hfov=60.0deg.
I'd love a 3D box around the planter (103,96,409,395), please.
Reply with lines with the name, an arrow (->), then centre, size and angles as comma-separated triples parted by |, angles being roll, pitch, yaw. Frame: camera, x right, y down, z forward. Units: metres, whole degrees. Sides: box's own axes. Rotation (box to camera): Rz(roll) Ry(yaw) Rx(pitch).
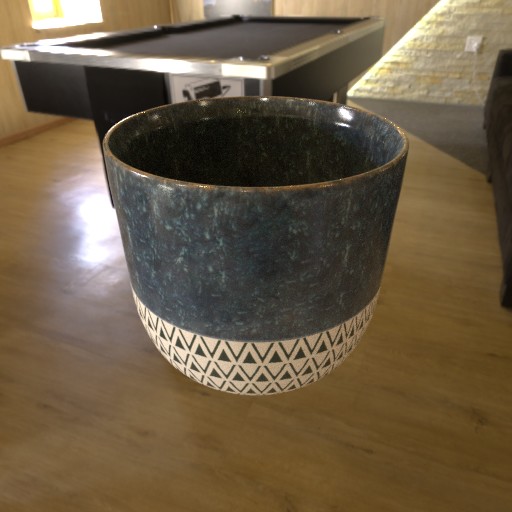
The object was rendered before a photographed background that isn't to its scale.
planter -> 0.000, 0.000, 0.471 | 0.266, 0.270, 0.266 | 0, 32, 0
